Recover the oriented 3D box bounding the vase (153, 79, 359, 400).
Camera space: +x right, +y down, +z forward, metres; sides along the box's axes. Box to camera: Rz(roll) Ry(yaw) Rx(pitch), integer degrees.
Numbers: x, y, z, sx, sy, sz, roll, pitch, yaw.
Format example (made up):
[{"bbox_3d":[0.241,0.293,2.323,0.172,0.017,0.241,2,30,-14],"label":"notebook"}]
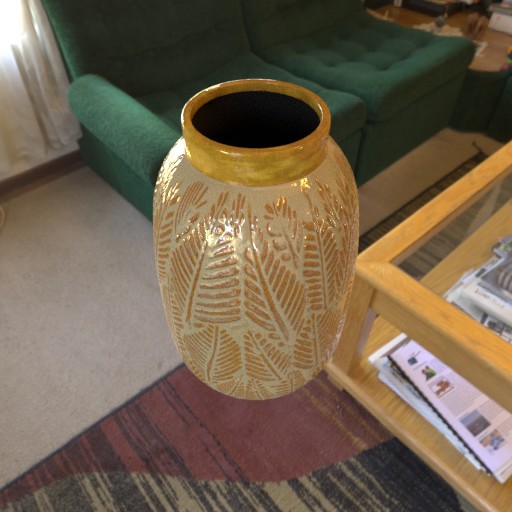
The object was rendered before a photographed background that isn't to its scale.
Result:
[{"bbox_3d":[0.000,0.000,0.383,0.172,0.270,0.172,0,46,0],"label":"vase"}]
